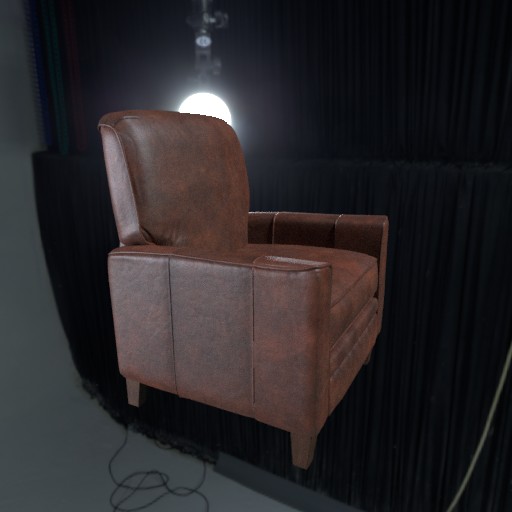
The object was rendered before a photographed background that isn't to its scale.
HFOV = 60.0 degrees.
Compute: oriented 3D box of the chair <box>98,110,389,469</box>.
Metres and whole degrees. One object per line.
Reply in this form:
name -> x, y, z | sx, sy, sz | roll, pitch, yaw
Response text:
chair -> 0.000, 0.000, 1.655 | 0.836, 1.043, 0.843 | 8, 17, 27
